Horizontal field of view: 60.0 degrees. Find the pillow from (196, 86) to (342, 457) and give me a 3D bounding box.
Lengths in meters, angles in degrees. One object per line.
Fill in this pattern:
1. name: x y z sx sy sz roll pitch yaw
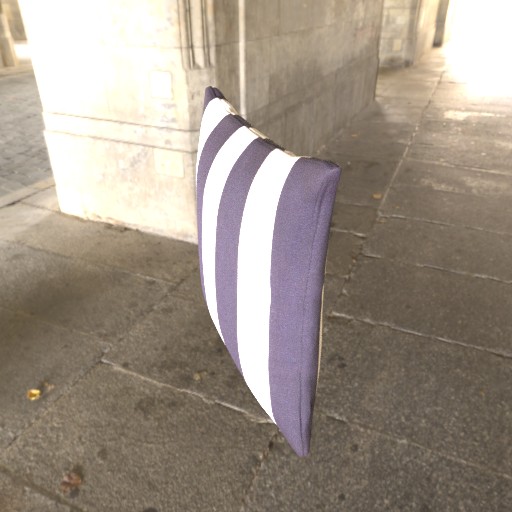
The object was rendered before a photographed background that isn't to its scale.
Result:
1. pillow: 0.000 0.000 0.828 0.189 0.526 0.536 -11 32 -18
